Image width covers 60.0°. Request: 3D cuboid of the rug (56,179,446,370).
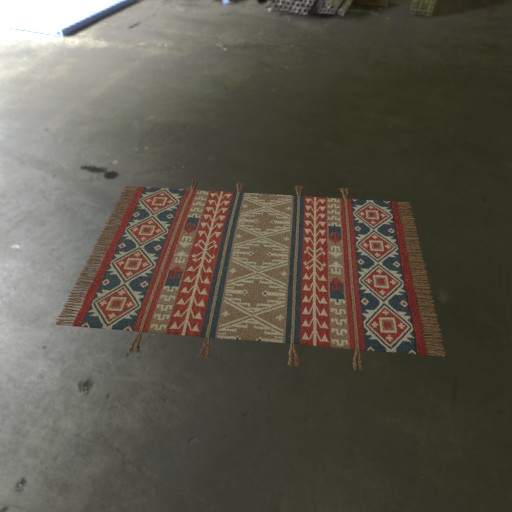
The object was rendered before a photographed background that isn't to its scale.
[{"bbox_3d":[0.000,0.000,3.244,2.450,0.048,1.778,4,45,4],"label":"rug"}]
